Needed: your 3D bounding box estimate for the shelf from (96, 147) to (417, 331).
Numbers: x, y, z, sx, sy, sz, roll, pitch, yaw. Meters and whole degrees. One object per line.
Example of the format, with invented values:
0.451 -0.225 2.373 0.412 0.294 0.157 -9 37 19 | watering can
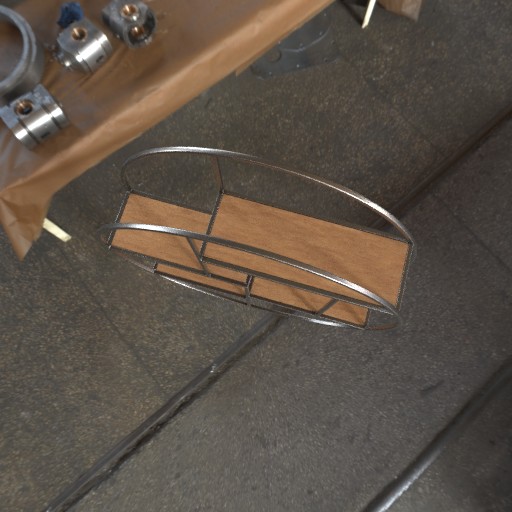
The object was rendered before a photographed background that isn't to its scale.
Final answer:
0.000 0.000 1.331 0.888 0.888 0.202 16 77 4 | shelf
